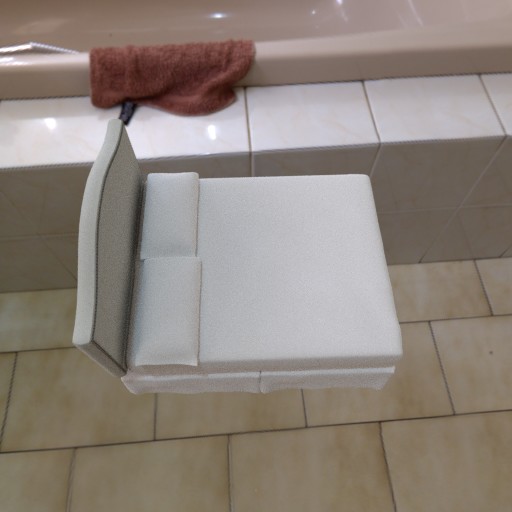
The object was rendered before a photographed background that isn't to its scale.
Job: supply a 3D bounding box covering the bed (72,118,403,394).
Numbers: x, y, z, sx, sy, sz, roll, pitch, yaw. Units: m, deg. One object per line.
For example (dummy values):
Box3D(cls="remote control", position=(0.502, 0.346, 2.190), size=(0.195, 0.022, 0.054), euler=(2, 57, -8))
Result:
Box3D(cls="bed", position=(0.000, 0.000, 3.455), size=(2.180, 1.607, 1.813), euler=(-2, 62, -1))
